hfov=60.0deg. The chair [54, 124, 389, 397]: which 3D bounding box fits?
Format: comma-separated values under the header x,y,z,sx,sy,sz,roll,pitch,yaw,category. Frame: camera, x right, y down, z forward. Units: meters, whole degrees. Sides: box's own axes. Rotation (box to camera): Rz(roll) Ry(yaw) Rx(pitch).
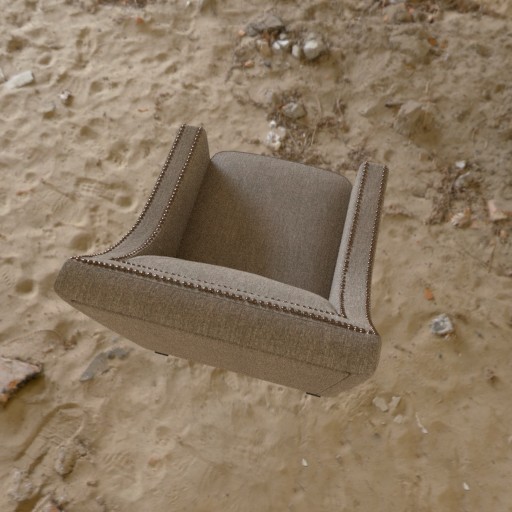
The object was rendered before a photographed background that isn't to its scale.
x,y,z,sx,sy,sz,roll,pitch,yaw,category
0.000,0.000,1.586,0.776,0.967,0.884,13,65,6,chair
